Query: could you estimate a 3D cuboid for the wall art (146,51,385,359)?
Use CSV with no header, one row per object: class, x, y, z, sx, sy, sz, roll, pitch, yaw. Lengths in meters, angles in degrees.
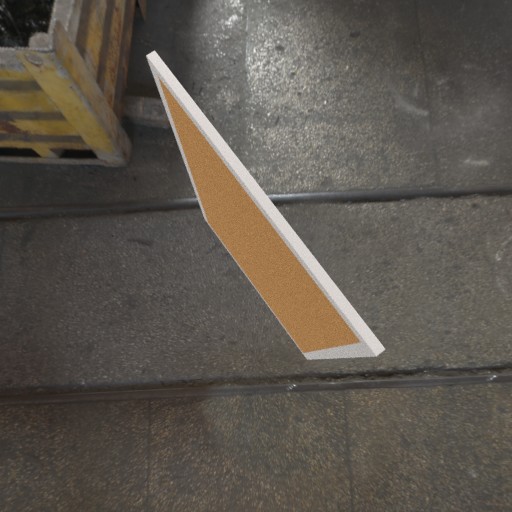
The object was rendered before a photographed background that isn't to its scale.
wall art,0.000,0.000,0.835,0.013,0.656,0.456,-35,79,-8
